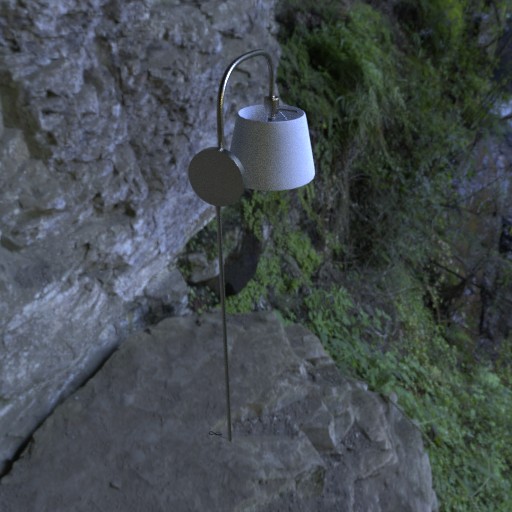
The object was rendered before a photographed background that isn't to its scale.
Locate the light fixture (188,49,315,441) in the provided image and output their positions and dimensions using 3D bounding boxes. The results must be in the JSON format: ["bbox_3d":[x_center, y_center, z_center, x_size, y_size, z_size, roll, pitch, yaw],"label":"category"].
[{"bbox_3d":[0.000,0.000,0.468,0.092,0.399,0.176,11,34,17],"label":"light fixture"}]
